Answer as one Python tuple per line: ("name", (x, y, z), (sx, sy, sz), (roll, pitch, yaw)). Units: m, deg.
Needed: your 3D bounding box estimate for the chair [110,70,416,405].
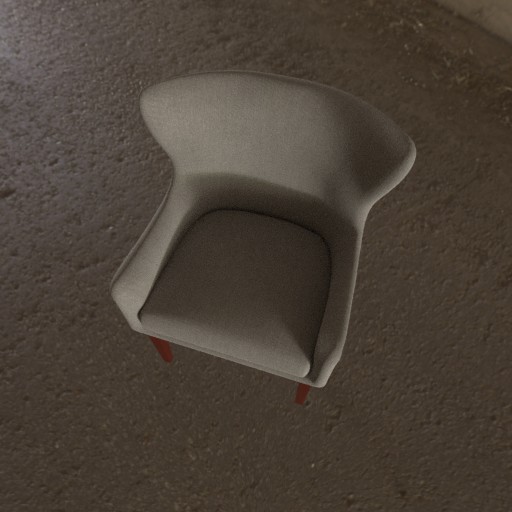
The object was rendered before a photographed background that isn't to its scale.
("chair", (0.000, 0.000, 1.450), (0.732, 0.948, 0.677), (15, 60, 9))
